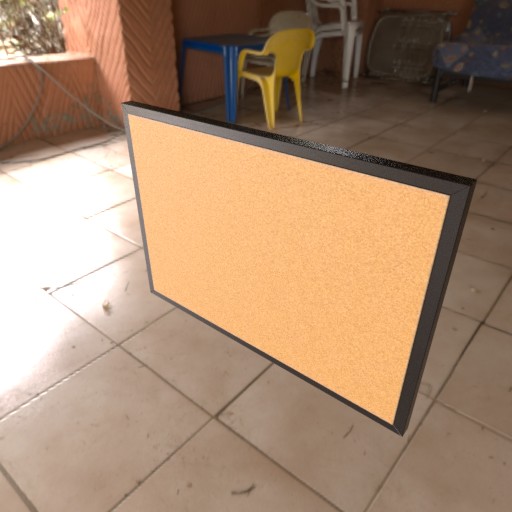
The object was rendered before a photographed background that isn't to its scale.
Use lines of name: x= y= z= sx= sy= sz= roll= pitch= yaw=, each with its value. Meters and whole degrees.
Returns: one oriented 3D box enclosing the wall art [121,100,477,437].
wall art: x=0.000 y=0.000 z=0.816 sx=0.657 sy=0.458 sz=0.027 roll=23 pitch=38 yaw=32
